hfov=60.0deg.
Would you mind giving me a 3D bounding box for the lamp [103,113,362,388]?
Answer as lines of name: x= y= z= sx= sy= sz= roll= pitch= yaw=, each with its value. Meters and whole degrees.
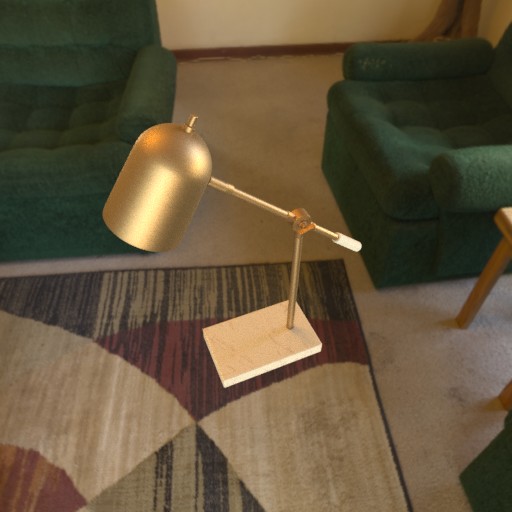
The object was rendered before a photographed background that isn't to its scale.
lamp: x=0.000 y=0.000 z=0.818 sx=0.471 sy=0.603 sz=0.144 roll=-17 pitch=48 yaw=-16
